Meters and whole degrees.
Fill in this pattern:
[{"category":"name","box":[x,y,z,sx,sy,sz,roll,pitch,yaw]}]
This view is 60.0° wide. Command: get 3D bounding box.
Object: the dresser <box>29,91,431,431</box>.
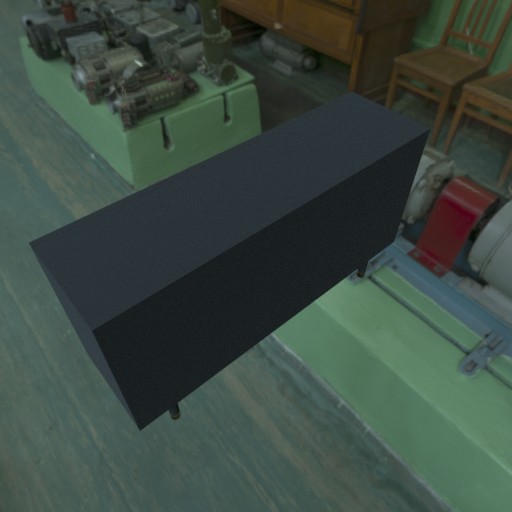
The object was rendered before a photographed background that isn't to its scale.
[{"category":"dresser","box":[0.000,0.000,1.973,1.558,0.872,0.463,-32,55,-26]}]
